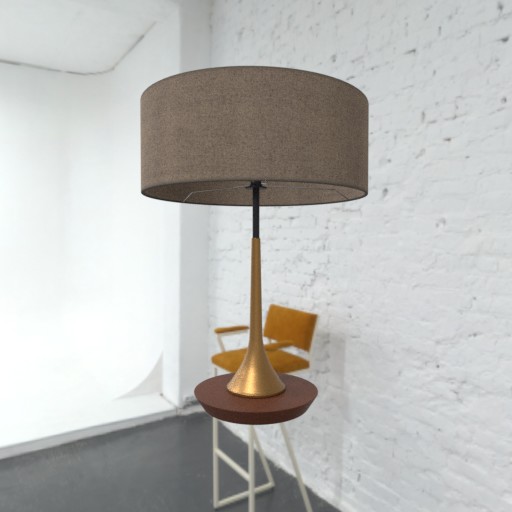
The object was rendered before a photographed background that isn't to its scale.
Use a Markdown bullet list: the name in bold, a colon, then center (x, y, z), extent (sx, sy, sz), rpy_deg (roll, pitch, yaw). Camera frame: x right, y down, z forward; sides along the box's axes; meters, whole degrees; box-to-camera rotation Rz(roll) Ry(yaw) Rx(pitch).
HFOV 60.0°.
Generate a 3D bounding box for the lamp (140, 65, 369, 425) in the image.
- **lamp**: center (0.000, 0.000, 0.816), extent (0.396, 0.551, 0.417), rpy_deg (1, 2, 36)
